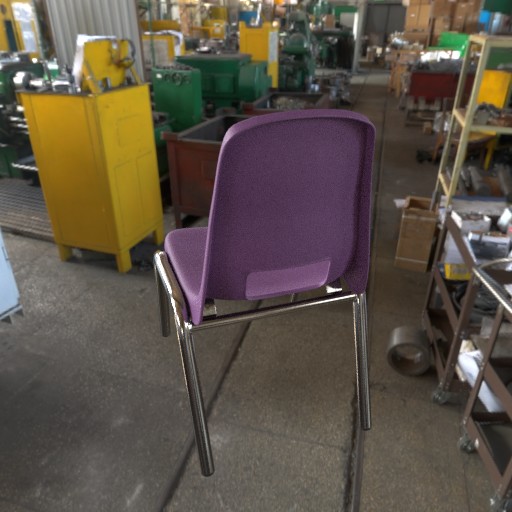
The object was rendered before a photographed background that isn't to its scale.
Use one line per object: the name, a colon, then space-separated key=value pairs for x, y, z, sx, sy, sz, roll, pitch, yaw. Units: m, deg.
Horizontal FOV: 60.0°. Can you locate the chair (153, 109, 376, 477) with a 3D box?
chair: x=0.000 y=0.000 z=0.819 sx=0.356 sy=0.584 sz=0.419 roll=-9 pitch=30 yaw=-16
